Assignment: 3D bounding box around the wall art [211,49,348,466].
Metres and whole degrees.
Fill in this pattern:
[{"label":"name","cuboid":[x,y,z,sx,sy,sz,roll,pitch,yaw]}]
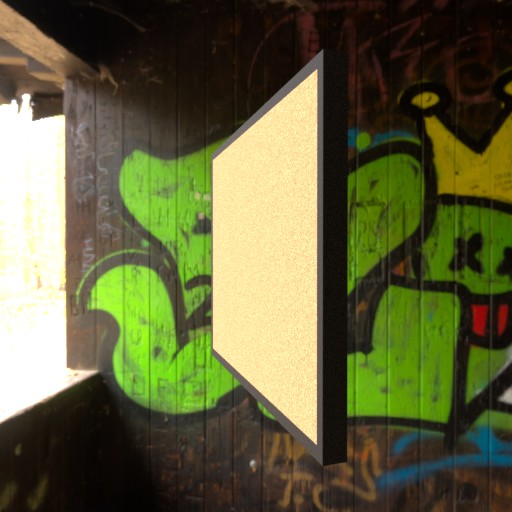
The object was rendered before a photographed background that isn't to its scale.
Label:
[{"label":"wall art","cuboid":[0.000,0.000,0.750,0.030,0.454,0.554,0,1,-18]}]
